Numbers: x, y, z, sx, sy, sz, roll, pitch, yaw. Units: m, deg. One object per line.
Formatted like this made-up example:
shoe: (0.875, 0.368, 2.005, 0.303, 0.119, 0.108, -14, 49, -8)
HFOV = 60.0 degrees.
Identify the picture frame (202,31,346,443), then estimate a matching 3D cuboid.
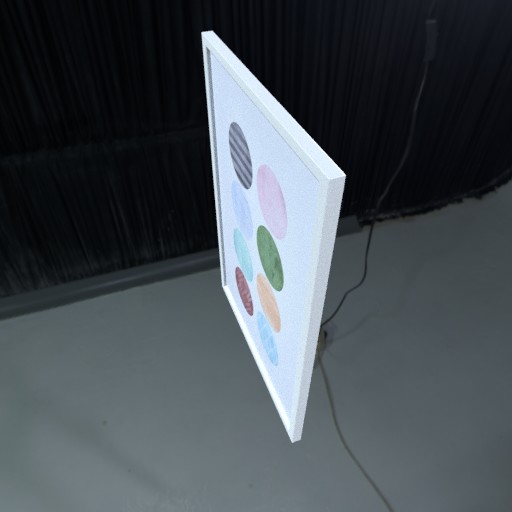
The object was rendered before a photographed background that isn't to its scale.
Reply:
picture frame: (0.000, 0.000, 0.554, 0.013, 0.434, 0.305, -15, 47, -15)
